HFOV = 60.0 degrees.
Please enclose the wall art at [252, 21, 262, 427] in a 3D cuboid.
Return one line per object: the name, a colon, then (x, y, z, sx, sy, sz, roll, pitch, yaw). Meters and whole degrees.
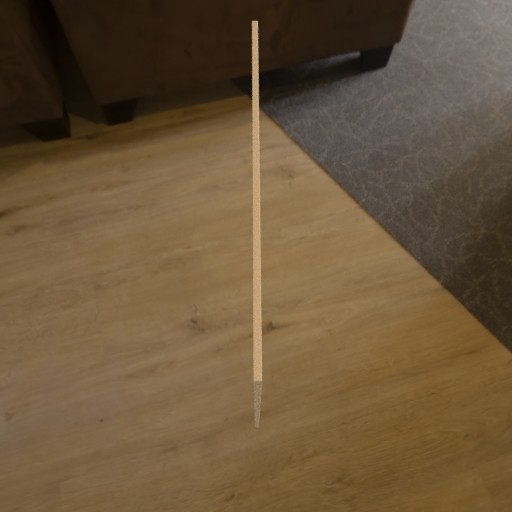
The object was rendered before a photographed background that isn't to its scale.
wall art: (0.000, 0.000, 0.833, 0.009, 0.559, 0.558, 0, 64, 0)
